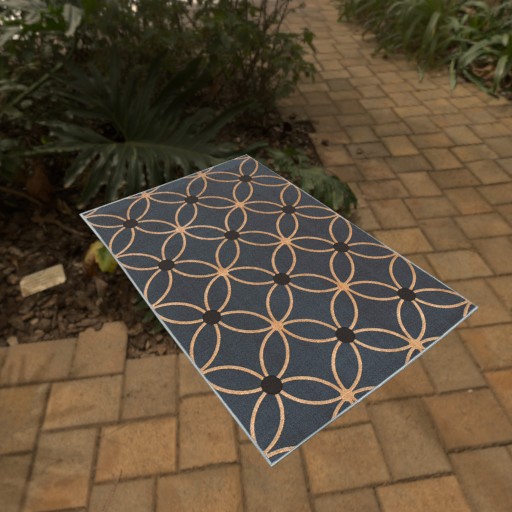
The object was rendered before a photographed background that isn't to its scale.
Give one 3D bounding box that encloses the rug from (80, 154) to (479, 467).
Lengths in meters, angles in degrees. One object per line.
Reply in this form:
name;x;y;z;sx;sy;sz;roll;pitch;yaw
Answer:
rug;0.000;0.000;2.890;1.522;0.008;2.284;-26;47;-27
